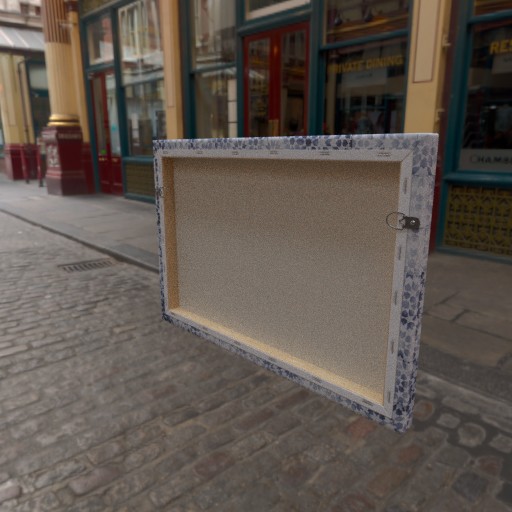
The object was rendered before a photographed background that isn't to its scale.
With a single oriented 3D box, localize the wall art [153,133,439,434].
[{"bbox_3d":[0.000,0.000,0.788,0.030,0.406,0.608,-13,19,-43],"label":"wall art"}]
